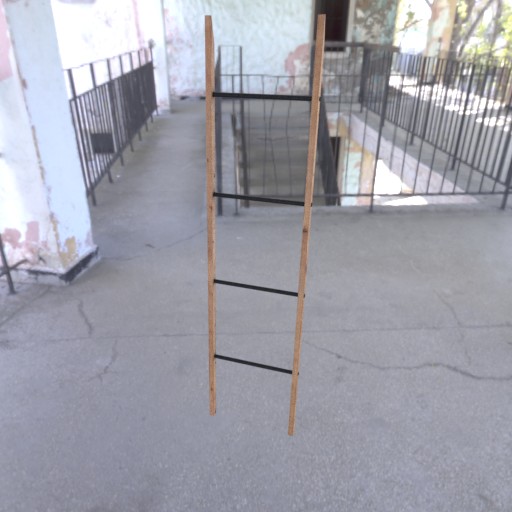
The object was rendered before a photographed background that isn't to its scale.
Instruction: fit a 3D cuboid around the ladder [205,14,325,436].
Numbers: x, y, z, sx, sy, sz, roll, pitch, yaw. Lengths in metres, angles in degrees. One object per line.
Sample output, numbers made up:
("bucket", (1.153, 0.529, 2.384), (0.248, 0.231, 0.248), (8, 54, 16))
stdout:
("ladder", (0.000, 0.000, 1.884), (0.442, 1.805, 0.200), (8, 28, 16))
